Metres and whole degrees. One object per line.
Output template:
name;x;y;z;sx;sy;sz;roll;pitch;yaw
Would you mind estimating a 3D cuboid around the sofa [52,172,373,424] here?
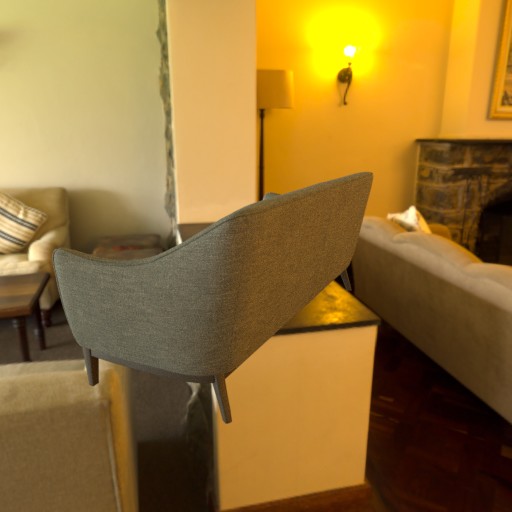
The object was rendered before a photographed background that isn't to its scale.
sofa;0.000;0.000;2.422;0.867;0.829;1.928;8;17;26
